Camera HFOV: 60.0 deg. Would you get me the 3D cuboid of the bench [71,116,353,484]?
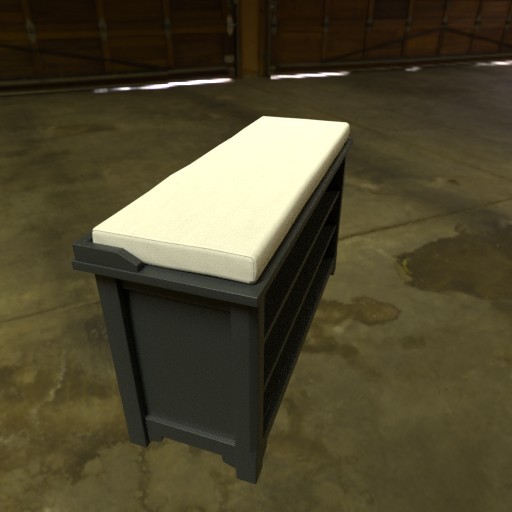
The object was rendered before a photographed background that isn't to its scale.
[{"bbox_3d":[0.000,0.000,1.230,0.345,0.561,0.973,10,31,17],"label":"bench"}]
